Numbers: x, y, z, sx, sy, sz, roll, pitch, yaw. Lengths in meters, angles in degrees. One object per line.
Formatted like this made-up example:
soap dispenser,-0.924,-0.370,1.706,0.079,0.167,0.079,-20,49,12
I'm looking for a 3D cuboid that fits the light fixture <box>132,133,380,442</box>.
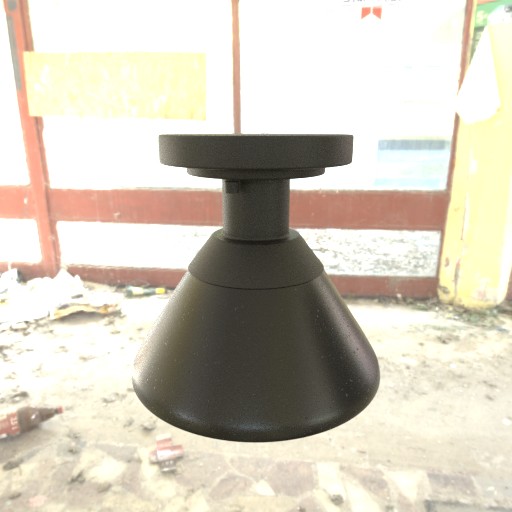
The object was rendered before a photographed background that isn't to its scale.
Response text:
light fixture,0.000,0.000,0.346,0.200,0.183,0.200,0,16,0
